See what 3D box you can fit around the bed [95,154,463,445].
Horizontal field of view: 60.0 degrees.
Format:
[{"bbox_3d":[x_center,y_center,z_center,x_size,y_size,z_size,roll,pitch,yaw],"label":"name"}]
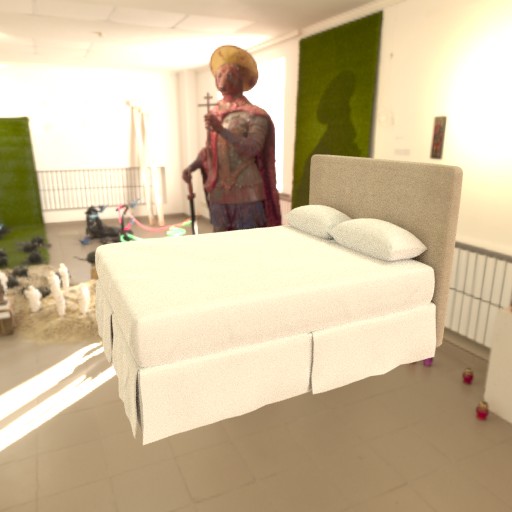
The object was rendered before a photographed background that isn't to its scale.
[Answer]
[{"bbox_3d":[0.000,0.000,3.205,2.162,1.330,1.713,-7,17,-25],"label":"bed"}]
